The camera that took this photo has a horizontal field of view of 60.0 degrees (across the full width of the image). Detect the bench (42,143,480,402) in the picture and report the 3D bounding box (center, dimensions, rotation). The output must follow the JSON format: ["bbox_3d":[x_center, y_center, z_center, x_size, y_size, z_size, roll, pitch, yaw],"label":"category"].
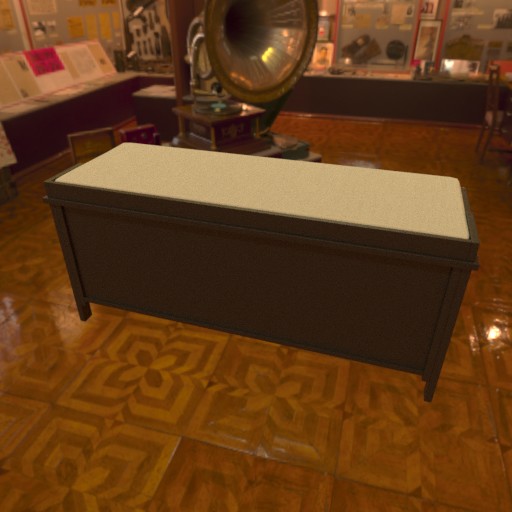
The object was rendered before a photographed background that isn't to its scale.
[{"bbox_3d":[0.000,0.000,1.370,1.140,0.501,0.398,10,33,15],"label":"bench"}]
